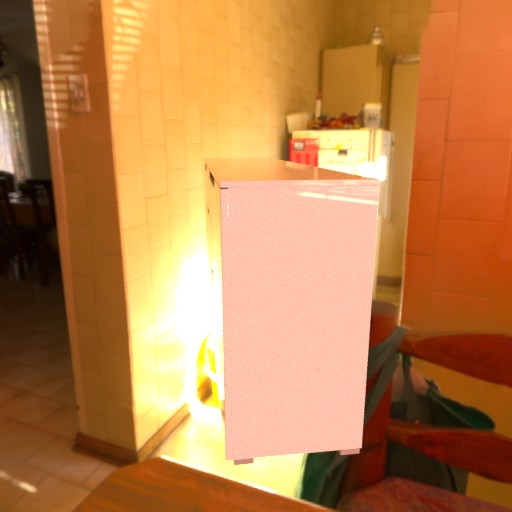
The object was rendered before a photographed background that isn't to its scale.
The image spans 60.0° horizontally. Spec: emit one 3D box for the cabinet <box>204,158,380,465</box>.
[{"bbox_3d":[0.000,0.000,1.974,0.400,0.800,1.650,-2,14,-8],"label":"cabinet"}]
